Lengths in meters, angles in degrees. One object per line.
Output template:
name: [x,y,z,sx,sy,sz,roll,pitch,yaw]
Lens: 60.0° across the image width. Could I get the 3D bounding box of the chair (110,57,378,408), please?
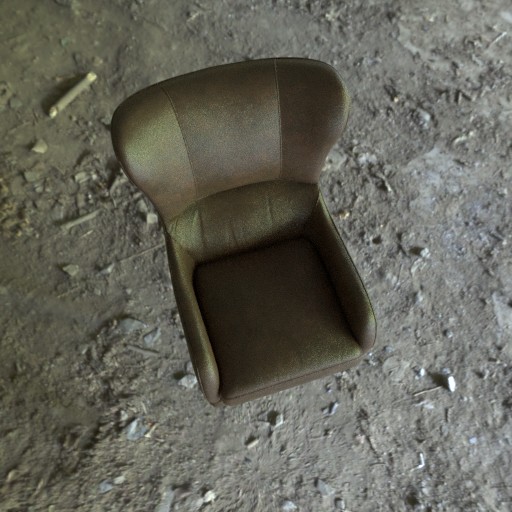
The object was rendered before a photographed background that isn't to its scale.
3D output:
chair: [0.000,0.000,1.601,0.692,1.048,0.914,-16,65,-8]
